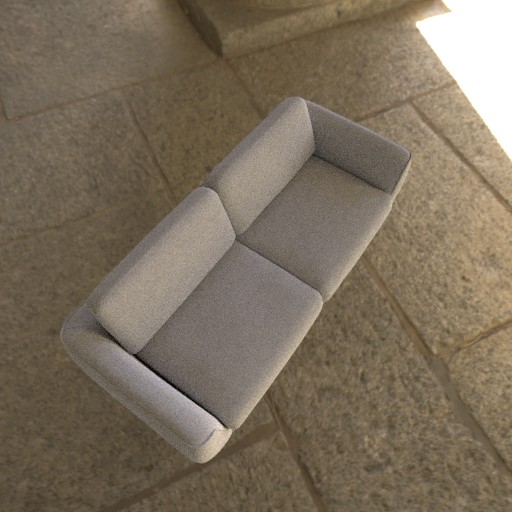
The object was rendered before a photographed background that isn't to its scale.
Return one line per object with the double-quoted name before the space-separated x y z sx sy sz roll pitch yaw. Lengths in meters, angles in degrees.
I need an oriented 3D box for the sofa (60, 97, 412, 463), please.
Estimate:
"sofa" 0.000 0.000 2.435 0.920 0.850 2.000 32 65 17
